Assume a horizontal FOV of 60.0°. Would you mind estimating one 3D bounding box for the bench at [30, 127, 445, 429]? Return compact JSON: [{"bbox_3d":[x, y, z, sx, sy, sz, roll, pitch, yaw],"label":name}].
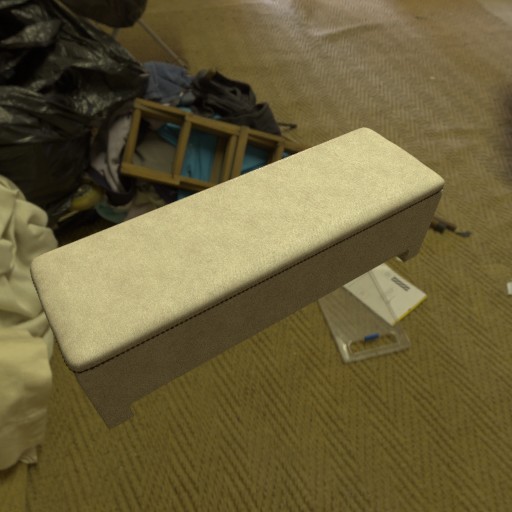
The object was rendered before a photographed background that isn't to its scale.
[{"bbox_3d":[0.000,0.000,1.715,1.482,0.447,0.470,-26,53,-21],"label":"bench"}]
